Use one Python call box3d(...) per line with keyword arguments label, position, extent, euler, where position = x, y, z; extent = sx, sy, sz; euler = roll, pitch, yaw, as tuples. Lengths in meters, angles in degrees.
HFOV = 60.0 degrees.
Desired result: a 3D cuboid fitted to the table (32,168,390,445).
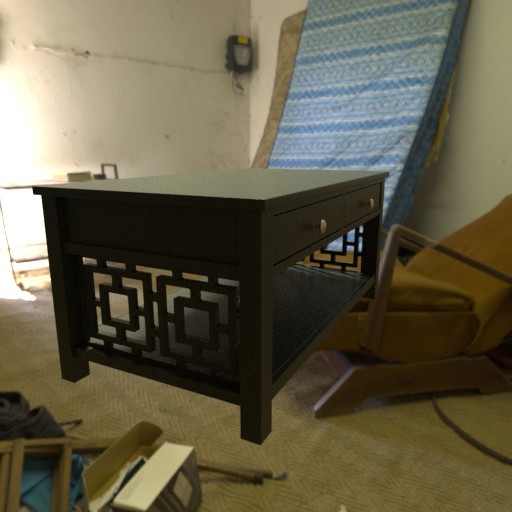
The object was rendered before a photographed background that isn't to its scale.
box3d(label="table", position=(0.000, 0.000, 1.404), extent=(0.612, 0.493, 1.068), euler=(7, 15, 26))
